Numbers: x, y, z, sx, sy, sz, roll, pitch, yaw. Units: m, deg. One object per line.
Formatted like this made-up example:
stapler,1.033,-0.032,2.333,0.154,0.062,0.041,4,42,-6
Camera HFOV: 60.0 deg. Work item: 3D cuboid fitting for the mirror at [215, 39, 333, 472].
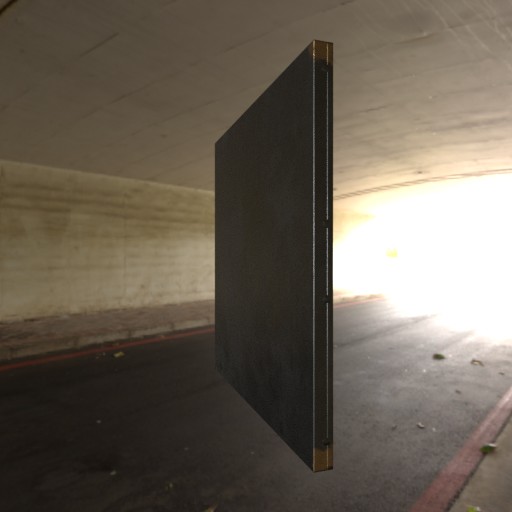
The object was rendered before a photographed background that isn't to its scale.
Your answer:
mirror,0.000,0.000,0.573,0.020,0.381,0.382,0,0,-18
